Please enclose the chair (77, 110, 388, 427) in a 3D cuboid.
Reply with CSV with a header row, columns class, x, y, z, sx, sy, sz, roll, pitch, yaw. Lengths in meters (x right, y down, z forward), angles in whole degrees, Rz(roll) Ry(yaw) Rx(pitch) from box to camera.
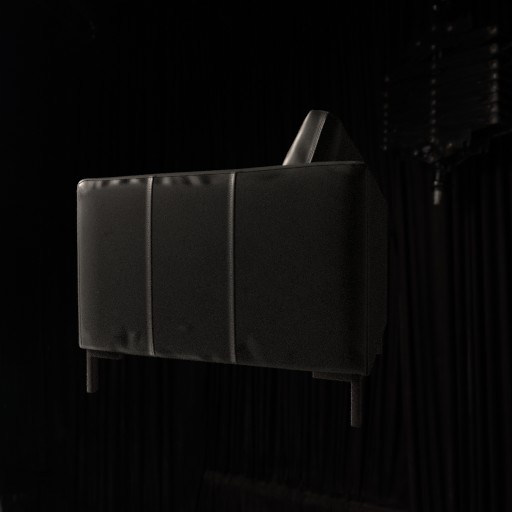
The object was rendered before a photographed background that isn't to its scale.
class,x,y,z,sx,sy,sz,roll,pitch,yaw
chair,0.000,0.000,1.540,0.861,0.824,0.967,0,1,19
